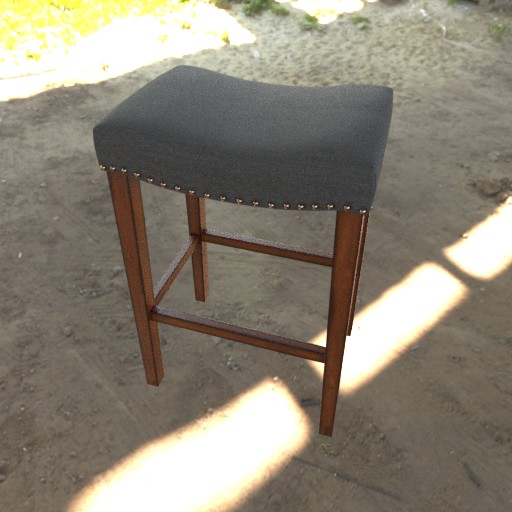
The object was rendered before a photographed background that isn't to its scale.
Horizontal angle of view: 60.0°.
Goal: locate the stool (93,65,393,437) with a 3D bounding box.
[{"bbox_3d":[0.000,0.000,1.035,0.502,0.748,0.366,11,42,13],"label":"stool"}]
